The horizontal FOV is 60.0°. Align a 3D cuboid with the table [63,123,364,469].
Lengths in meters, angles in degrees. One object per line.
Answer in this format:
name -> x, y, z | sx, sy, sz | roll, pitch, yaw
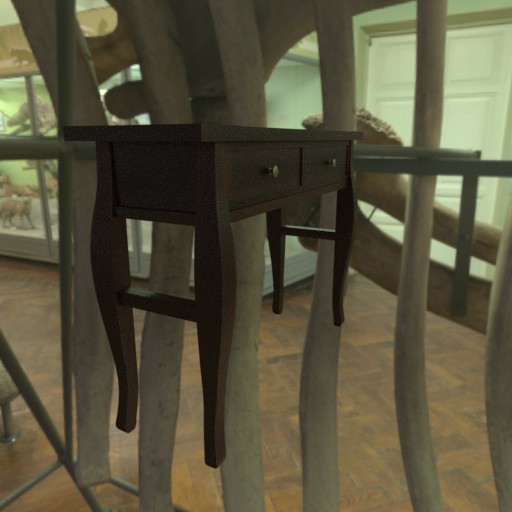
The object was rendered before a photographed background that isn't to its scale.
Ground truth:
table -> 0.000, 0.000, 1.402 | 0.373, 0.768, 1.062 | 8, 17, 27
